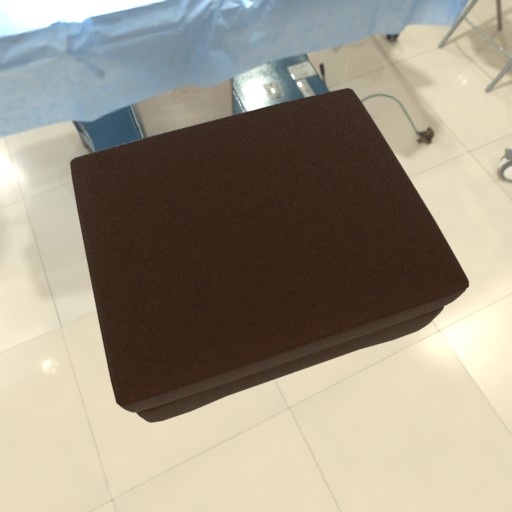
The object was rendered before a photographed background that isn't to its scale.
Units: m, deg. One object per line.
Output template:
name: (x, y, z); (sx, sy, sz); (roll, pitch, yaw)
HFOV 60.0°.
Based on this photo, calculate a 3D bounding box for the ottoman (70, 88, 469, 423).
ottoman: (0.000, 0.000, 1.830); (1.187, 0.730, 0.967); (-17, 65, -8)
